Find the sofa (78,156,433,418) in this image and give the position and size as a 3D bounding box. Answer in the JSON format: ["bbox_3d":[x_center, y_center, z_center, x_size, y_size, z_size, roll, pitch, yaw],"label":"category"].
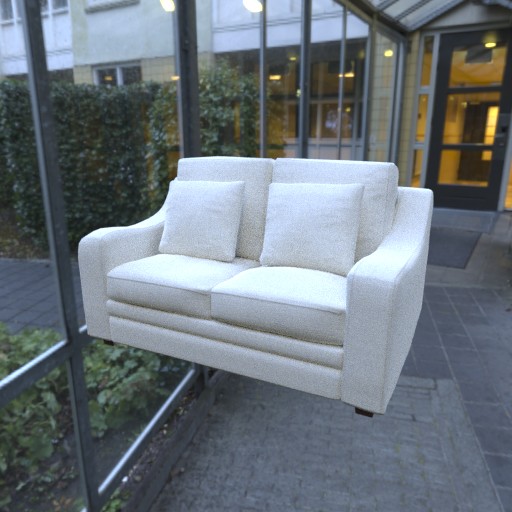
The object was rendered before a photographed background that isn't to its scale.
[{"bbox_3d":[0.000,0.000,2.475,1.744,1.047,1.040,8,17,26],"label":"sofa"}]
